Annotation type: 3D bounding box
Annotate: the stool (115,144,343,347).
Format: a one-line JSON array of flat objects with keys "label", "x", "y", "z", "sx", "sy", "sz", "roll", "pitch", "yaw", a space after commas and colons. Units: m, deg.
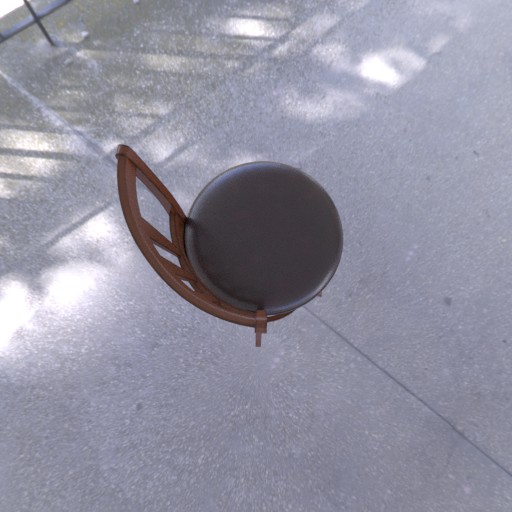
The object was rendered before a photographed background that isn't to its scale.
[{"label": "stool", "x": 0.000, "y": 0.000, "z": 1.409, "sx": 0.503, "sy": 1.177, "sz": 0.464, "roll": -38, "pitch": 79, "yaw": -9}]
